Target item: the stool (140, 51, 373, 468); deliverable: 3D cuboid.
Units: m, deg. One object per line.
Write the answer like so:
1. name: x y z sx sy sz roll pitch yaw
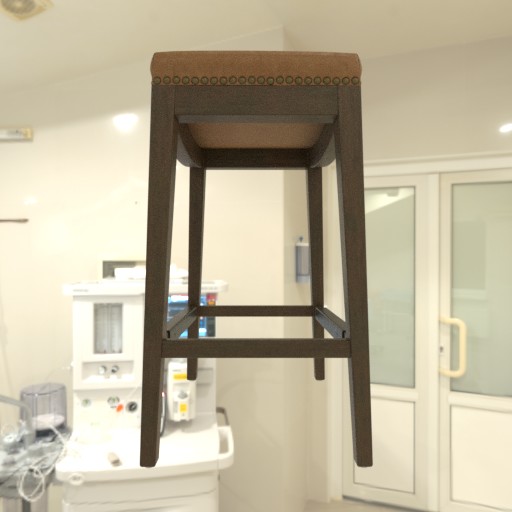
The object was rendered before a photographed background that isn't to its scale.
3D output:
1. stool: 0.000 0.000 0.933 0.361 0.660 0.500 0 0 0
